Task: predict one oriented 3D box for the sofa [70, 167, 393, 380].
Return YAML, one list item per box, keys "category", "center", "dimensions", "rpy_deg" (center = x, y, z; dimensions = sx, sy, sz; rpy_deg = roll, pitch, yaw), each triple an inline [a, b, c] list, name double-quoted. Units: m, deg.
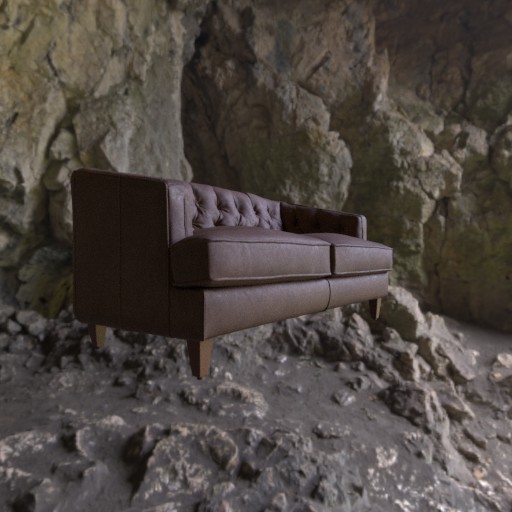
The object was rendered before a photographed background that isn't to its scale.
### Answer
- category: "sofa"
  center: [0.000, 0.000, 2.309]
  dimensions: [0.917, 0.799, 1.767]
  rpy_deg: [0, 0, 35]
